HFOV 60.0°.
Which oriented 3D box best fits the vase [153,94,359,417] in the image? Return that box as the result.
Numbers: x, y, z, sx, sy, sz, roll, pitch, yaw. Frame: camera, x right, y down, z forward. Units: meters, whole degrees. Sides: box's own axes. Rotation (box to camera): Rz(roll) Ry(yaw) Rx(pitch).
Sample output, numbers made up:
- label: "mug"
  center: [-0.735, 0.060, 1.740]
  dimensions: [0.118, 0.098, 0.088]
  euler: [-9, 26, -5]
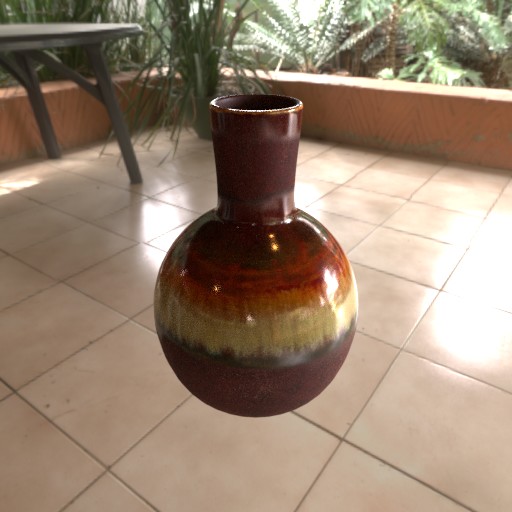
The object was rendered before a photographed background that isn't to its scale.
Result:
- label: "vase"
  center: [0.000, 0.000, 0.231]
  dimensions: [0.111, 0.154, 0.111]
  euler: [0, 29, 0]
